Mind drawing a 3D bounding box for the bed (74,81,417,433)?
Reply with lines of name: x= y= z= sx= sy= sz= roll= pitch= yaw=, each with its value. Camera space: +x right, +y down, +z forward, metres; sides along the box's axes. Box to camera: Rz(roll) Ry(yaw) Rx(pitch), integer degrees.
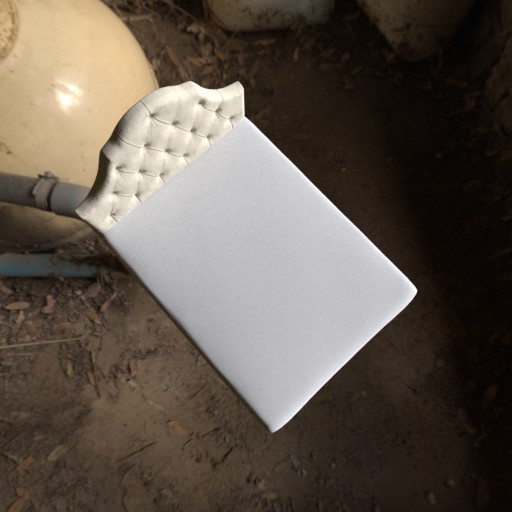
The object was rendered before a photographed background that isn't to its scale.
bed: x=0.000 y=0.000 z=3.239 sx=1.627 sy=1.575 sz=2.092 roll=-41 pitch=80 yaw=-9
